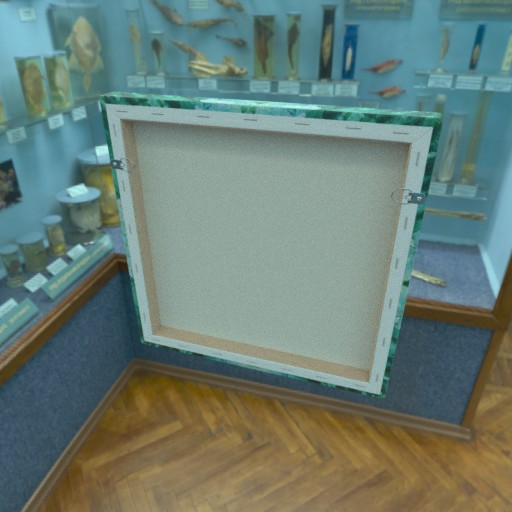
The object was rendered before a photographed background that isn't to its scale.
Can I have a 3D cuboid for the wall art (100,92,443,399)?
[{"bbox_3d":[0.000,0.000,0.765,0.507,0.508,0.038,9,31,15],"label":"wall art"}]
